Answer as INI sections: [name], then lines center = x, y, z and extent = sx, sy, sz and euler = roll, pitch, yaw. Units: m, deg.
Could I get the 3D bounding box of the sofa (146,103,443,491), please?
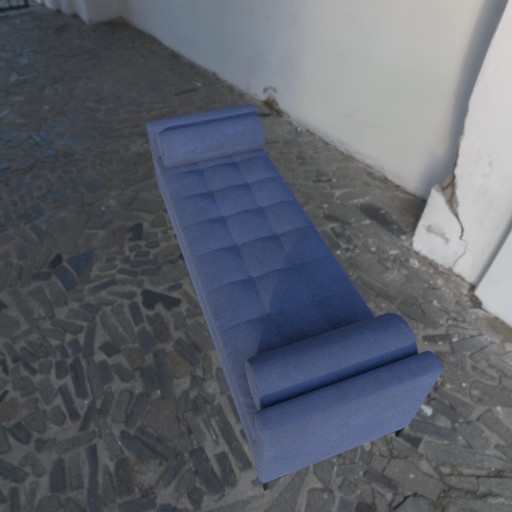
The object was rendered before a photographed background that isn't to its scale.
[sofa]
center = 0.000, 0.000, 2.312
extent = 0.686, 0.635, 1.981
euler = -15, 49, -14
